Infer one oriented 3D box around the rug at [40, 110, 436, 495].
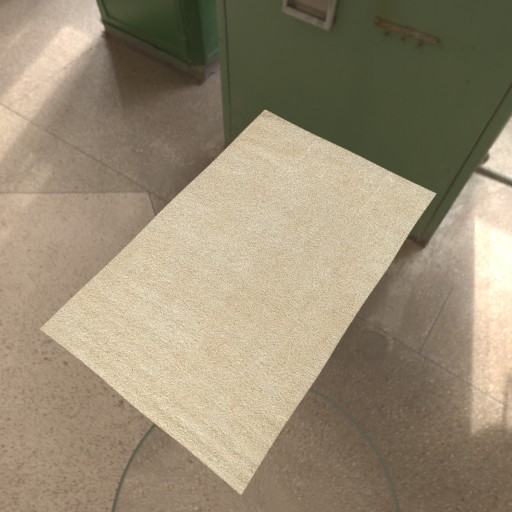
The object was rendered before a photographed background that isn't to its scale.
[{"bbox_3d":[0.000,0.000,2.922,1.500,0.025,2.346,32,64,17],"label":"rug"}]
